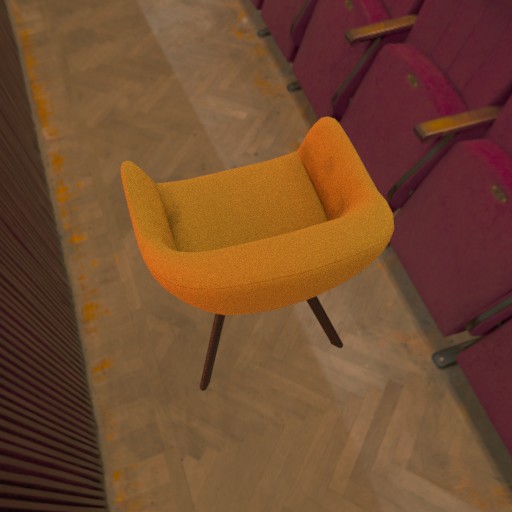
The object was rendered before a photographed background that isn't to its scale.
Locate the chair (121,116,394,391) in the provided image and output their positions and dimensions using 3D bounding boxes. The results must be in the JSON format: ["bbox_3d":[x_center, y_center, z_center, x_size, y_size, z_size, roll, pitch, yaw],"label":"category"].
[{"bbox_3d":[0.000,0.000,1.169,0.545,0.775,0.565,-15,60,-9],"label":"chair"}]
